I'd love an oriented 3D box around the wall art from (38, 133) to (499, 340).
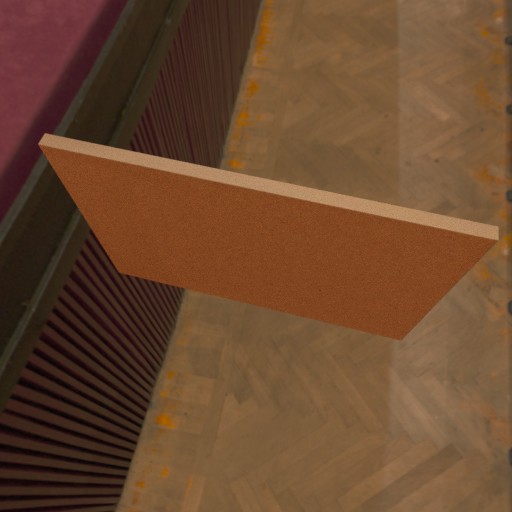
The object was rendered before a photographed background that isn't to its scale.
[{"bbox_3d":[0.000,0.000,0.760,0.615,0.410,0.021,13,63,7],"label":"wall art"}]
